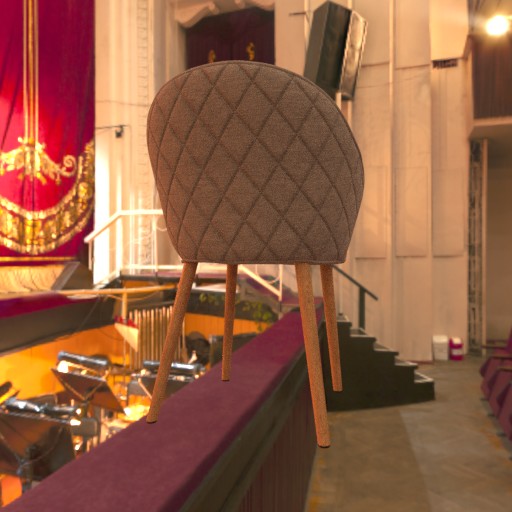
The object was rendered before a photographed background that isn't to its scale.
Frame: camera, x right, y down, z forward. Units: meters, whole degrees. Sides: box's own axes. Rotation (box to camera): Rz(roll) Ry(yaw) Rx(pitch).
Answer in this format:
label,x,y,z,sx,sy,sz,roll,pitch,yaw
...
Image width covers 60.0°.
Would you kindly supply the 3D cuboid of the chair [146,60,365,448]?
label,x,y,z,sx,sy,sz,roll,pitch,yaw
chair,0.000,0.000,1.159,0.540,0.800,0.530,0,0,19
